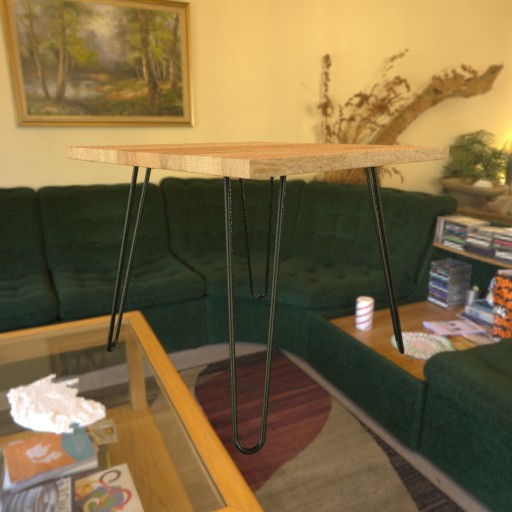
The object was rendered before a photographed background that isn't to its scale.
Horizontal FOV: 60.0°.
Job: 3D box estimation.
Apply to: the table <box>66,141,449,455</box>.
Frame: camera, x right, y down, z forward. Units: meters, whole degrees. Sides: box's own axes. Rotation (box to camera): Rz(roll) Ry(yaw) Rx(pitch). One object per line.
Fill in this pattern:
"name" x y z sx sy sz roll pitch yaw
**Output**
"table" 0.000 0.000 1.044 0.599 0.500 0.599 -15 22 -42
